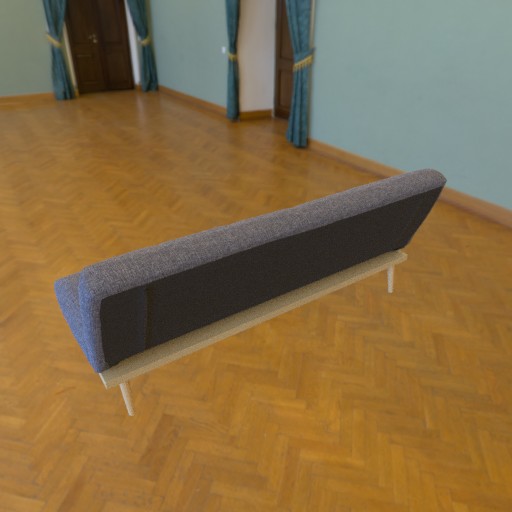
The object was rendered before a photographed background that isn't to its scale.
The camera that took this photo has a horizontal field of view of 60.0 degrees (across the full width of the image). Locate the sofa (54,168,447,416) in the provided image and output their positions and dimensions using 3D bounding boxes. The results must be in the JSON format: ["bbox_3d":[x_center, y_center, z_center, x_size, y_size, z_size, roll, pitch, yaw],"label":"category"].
[{"bbox_3d":[0.000,0.000,2.243,1.820,0.770,0.820,-19,35,-29],"label":"sofa"}]
